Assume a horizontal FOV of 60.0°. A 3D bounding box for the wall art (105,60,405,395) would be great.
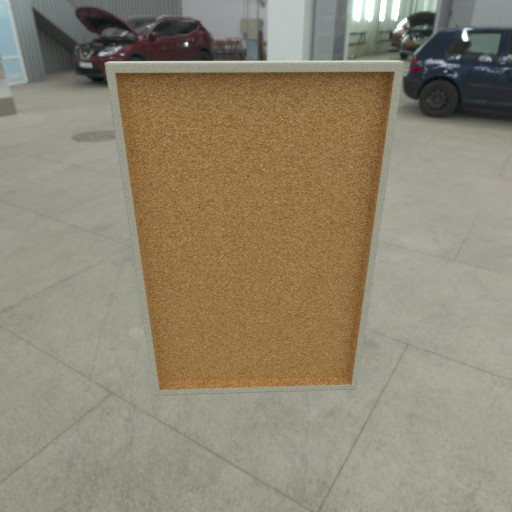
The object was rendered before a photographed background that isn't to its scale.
[{"bbox_3d":[0.000,0.000,1.135,0.610,0.914,0.038,-1,28,-2],"label":"wall art"}]
